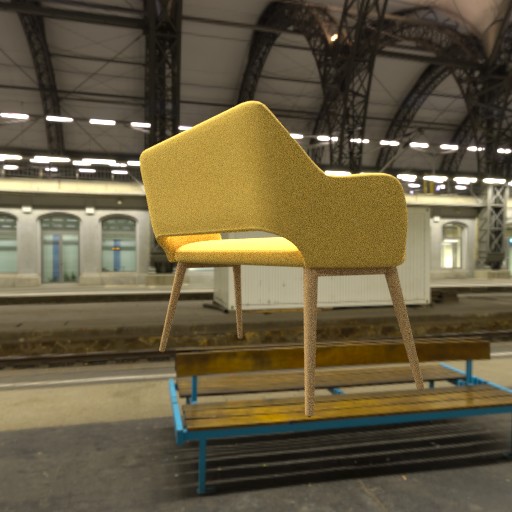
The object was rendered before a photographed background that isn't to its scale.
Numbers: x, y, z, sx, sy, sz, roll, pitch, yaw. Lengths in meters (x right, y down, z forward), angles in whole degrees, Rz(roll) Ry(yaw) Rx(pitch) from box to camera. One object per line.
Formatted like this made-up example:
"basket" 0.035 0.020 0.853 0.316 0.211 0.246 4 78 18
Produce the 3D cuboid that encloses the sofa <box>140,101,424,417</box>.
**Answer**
"sofa" 0.000 0.000 1.647 0.610 0.840 1.150 0 1 -36
